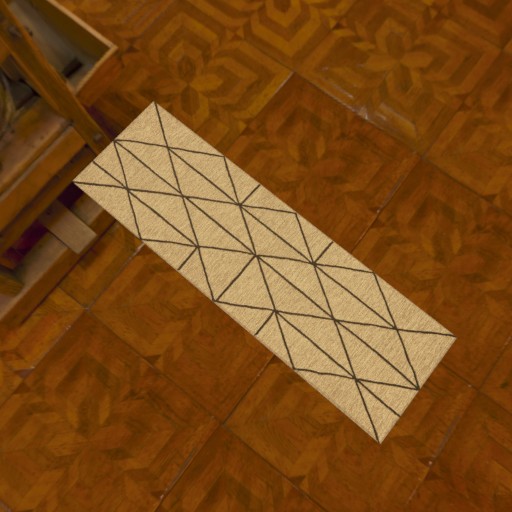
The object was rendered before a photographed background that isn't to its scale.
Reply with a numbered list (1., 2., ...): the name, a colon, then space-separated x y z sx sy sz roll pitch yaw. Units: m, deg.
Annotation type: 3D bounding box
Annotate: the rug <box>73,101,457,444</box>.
1. rug: 0.000 0.000 2.720 2.438 0.012 0.762 39 79 9
